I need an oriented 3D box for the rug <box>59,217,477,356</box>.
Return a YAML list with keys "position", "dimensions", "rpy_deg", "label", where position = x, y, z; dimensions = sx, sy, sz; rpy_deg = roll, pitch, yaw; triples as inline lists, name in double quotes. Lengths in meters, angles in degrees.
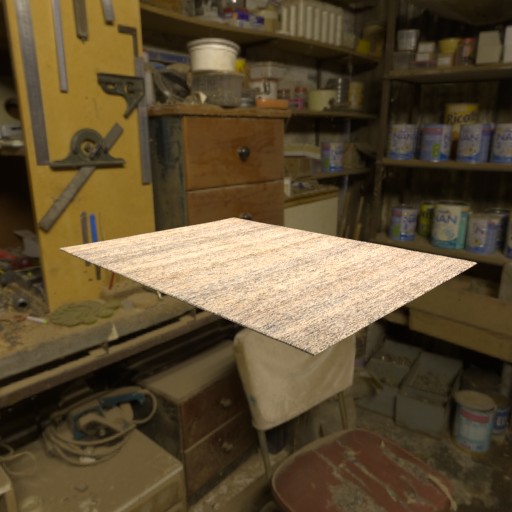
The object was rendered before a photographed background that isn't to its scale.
- position: [0.000, 0.000, 4.231]
  dimensions: [3.199, 0.036, 2.414]
  rpy_deg: [14, 21, 42]
  label: "rug"
